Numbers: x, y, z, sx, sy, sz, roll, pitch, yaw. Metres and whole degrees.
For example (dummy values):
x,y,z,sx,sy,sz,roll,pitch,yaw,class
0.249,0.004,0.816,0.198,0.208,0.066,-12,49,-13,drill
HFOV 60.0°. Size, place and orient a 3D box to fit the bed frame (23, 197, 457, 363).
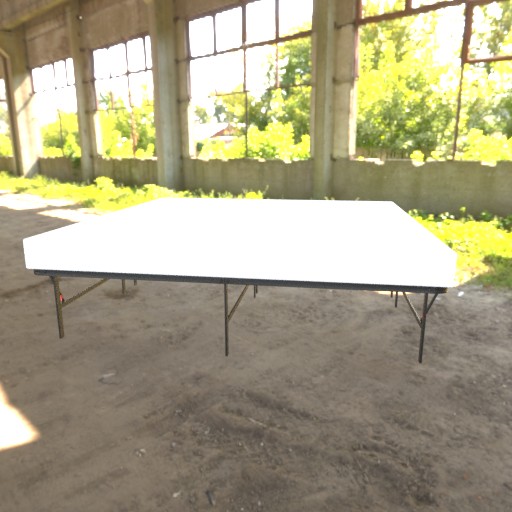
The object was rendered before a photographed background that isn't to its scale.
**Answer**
x,y,z,sx,sy,sz,roll,pitch,yaw,class
0.000,0.000,3.025,2.032,0.559,1.930,2,14,9,bed frame
